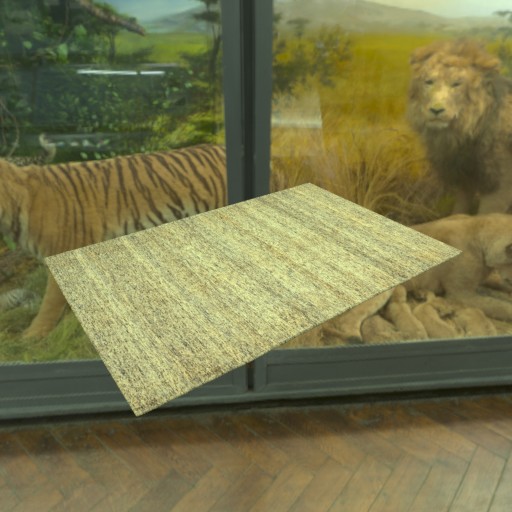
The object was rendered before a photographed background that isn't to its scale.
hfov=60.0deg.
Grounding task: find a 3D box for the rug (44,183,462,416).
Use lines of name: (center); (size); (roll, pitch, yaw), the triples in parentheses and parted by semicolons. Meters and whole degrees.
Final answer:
rug: (0.000, 0.000, 2.339); (1.846, 0.014, 1.243); (-20, 36, -30)
